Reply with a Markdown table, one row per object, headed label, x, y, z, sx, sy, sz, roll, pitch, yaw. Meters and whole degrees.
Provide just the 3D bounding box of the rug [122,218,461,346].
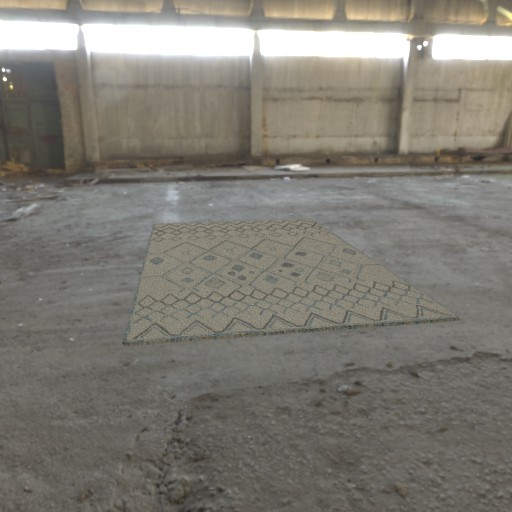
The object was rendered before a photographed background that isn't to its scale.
| label | x | y | z | sx | sy | sz | roll | pitch | yaw |
| --- | --- | --- | --- | --- | --- | --- | --- | --- | --- |
| rug | 0.000 | 0.000 | 3.086 | 1.524 | 0.015 | 2.439 | -3 | 16 | -9 |
